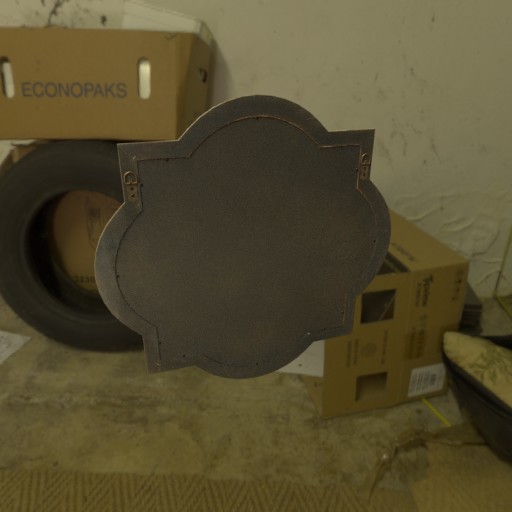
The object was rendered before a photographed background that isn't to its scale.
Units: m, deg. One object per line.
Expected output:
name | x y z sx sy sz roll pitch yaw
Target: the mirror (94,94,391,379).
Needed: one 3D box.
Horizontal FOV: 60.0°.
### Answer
mirror | 0.000 0.000 1.023 0.686 0.686 0.019 -8 27 -16
